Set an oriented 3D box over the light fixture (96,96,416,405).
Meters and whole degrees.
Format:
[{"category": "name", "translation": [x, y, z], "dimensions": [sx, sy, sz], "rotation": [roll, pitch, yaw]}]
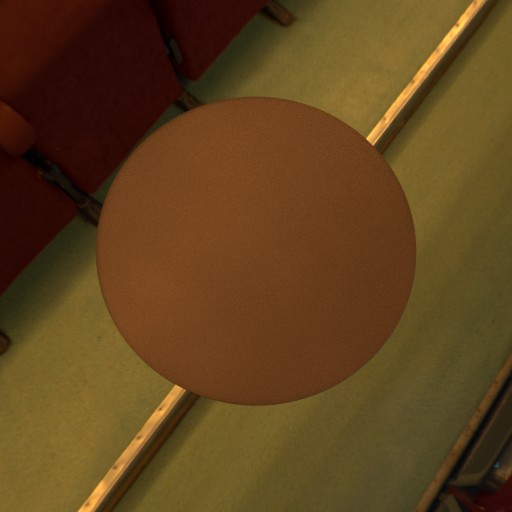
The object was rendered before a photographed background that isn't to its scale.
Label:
[{"category": "light fixture", "translation": [0.000, 0.000, 0.452], "dimensions": [0.280, 0.135, 0.280], "rotation": [0, 76, 0]}]
